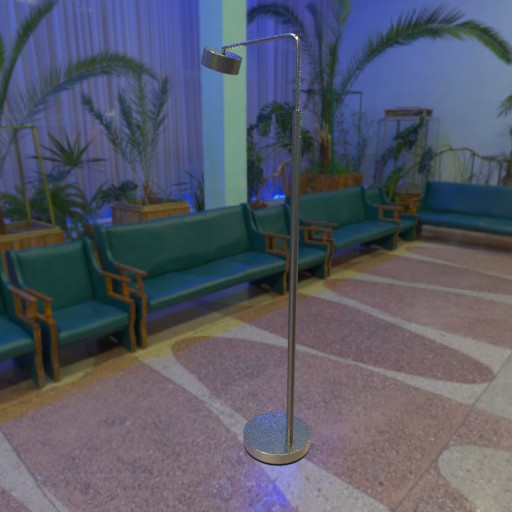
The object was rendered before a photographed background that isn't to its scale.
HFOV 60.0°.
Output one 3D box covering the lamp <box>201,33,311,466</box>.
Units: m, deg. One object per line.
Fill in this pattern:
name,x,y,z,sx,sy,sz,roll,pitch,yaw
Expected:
lamp,0.000,0.000,1.386,0.222,1.250,0.421,-14,21,-42
